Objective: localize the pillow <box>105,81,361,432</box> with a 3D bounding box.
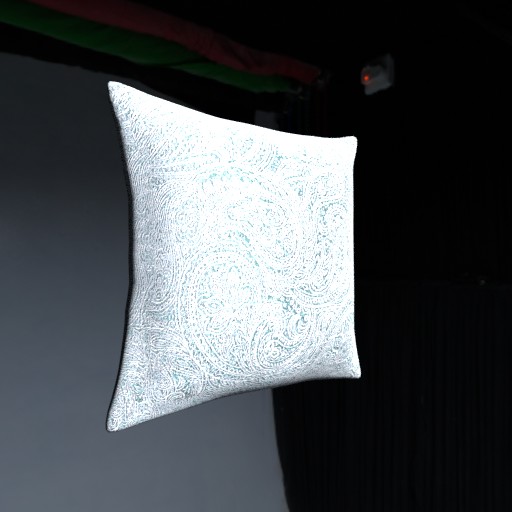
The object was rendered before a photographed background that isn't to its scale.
[{"bbox_3d":[0.000,0.000,0.786,0.526,0.507,0.166,0,-1,-35],"label":"pillow"}]
